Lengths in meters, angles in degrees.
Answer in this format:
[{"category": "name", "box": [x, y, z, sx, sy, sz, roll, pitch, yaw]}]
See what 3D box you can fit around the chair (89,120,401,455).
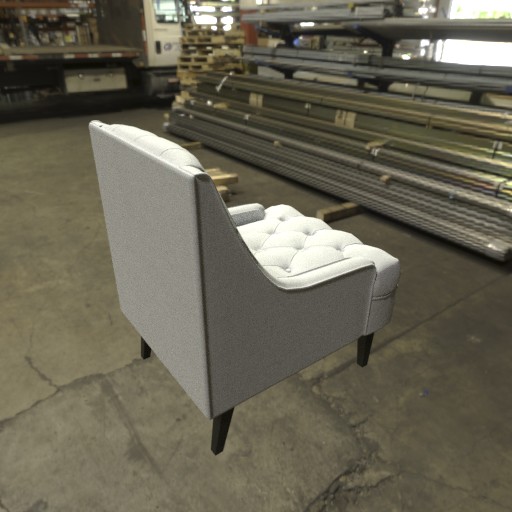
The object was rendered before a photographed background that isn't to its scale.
[{"category": "chair", "box": [0.000, 0.000, 1.483, 0.772, 0.891, 0.658, -19, 34, -31]}]
